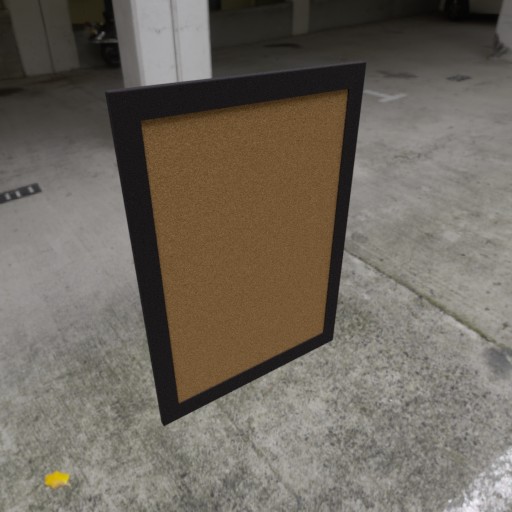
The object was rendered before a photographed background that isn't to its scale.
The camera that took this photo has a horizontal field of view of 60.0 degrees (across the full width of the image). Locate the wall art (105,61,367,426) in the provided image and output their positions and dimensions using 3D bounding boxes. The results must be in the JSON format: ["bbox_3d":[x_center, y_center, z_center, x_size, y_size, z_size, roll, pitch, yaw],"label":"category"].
[{"bbox_3d":[0.000,0.000,0.687,0.374,0.529,0.012,-19,37,-28],"label":"wall art"}]
